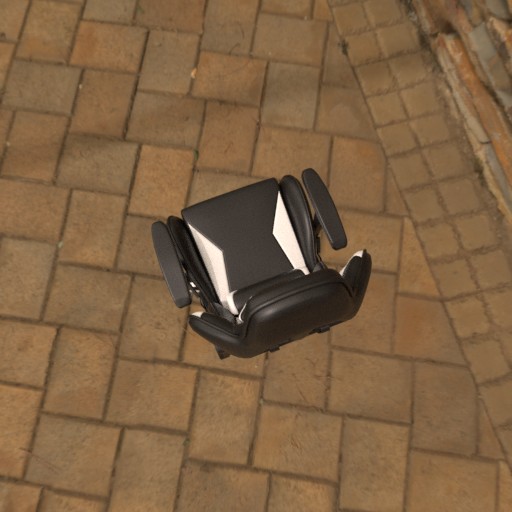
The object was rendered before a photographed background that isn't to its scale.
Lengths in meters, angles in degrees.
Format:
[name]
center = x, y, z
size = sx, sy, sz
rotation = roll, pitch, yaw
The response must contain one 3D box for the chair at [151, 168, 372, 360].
[chair]
center = 0.000, 0.000, 1.695
size = 0.730, 1.285, 0.695
rotation = -20, 77, -5
